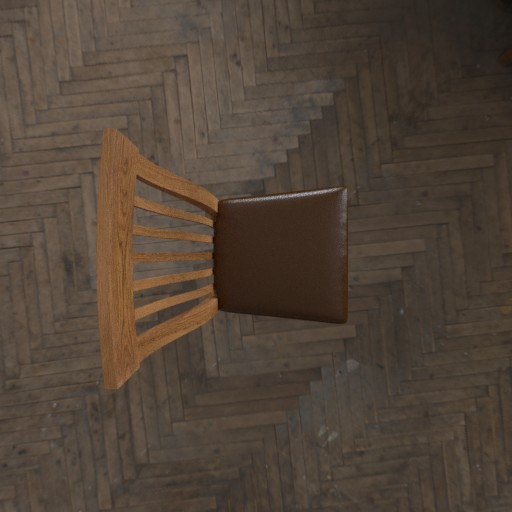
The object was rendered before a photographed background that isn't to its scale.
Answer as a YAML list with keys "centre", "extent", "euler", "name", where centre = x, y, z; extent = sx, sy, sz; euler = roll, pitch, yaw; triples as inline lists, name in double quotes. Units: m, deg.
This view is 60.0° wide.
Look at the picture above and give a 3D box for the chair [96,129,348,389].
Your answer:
- centre: [0.000, 0.000, 1.295]
  extent: [0.580, 1.050, 0.450]
  euler: [0, 91, -2]
  name: "chair"
